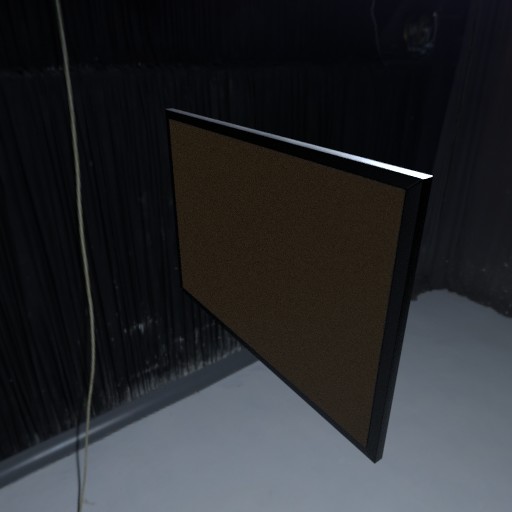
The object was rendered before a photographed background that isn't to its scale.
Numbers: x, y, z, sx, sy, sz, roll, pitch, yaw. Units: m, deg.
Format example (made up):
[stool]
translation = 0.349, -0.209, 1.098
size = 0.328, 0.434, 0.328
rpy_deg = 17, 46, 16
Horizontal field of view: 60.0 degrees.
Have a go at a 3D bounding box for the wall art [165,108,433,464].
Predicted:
[wall art]
translation = 0.000, 0.000, 0.559
size = 0.013, 0.306, 0.440
rpy_deg = -18, 31, -32
